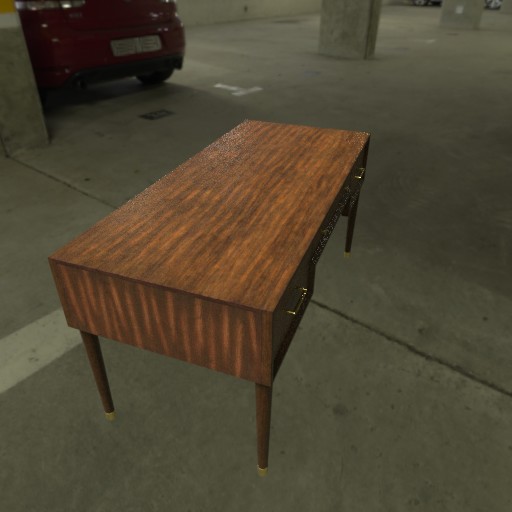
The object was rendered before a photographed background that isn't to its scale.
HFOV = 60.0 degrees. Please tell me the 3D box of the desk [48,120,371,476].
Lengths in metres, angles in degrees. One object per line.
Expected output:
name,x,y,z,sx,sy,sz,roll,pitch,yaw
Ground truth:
desk,0.000,0.000,2.032,0.724,0.762,1.575,12,34,18
